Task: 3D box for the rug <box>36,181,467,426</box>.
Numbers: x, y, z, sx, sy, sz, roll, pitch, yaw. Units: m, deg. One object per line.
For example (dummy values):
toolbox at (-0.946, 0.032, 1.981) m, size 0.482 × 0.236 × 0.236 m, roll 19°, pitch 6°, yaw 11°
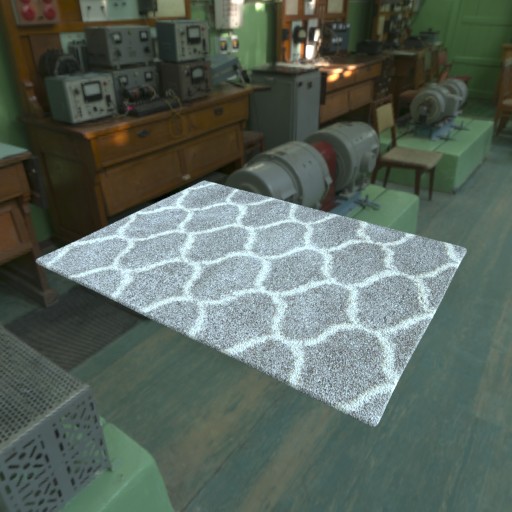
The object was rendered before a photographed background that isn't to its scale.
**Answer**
rug at (0.000, 0.000, 2.044) m, size 1.600 × 0.025 × 1.200 m, roll 19°, pitch 35°, yaw 29°
